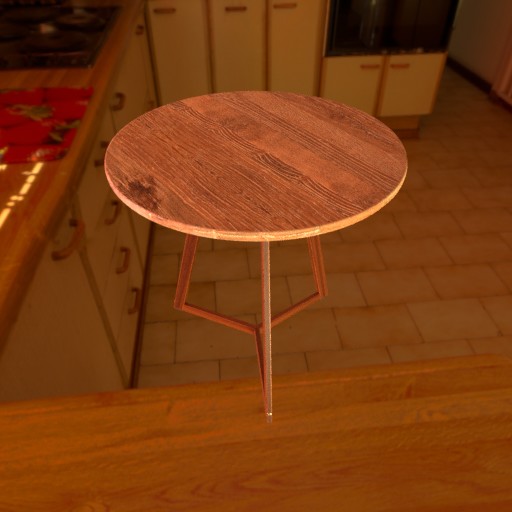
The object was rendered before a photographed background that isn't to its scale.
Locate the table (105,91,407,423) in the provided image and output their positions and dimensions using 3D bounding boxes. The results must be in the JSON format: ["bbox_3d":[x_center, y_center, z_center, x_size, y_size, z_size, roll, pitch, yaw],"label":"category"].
[{"bbox_3d":[0.000,0.000,0.915,0.500,0.500,0.500,0,40,0],"label":"table"}]
